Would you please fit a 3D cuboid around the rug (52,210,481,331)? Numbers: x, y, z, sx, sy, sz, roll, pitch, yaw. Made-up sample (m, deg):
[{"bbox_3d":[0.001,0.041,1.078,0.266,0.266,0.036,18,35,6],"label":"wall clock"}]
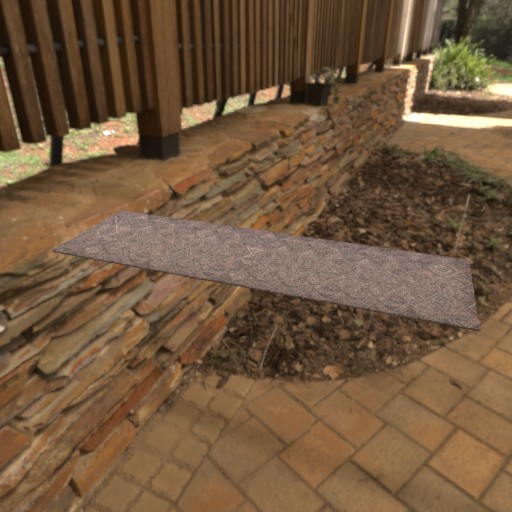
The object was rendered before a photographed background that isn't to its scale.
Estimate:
[{"bbox_3d":[0.000,0.000,2.534,2.296,0.011,0.691,9,29,17],"label":"rug"}]
